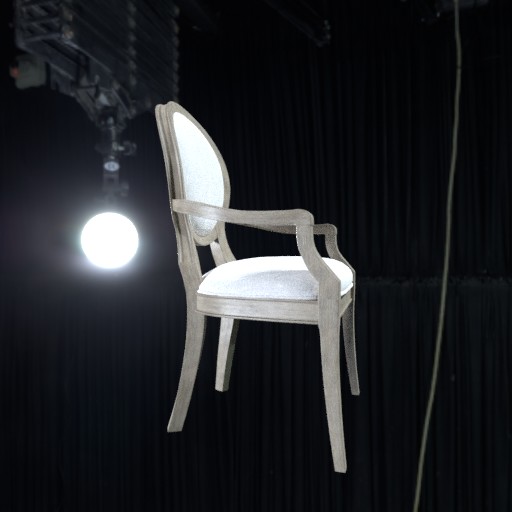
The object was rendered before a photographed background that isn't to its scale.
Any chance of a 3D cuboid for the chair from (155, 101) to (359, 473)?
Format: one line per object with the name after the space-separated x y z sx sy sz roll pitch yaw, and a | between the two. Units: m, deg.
0.000 0.000 1.389 0.602 0.991 0.611 0 0 16 | chair
